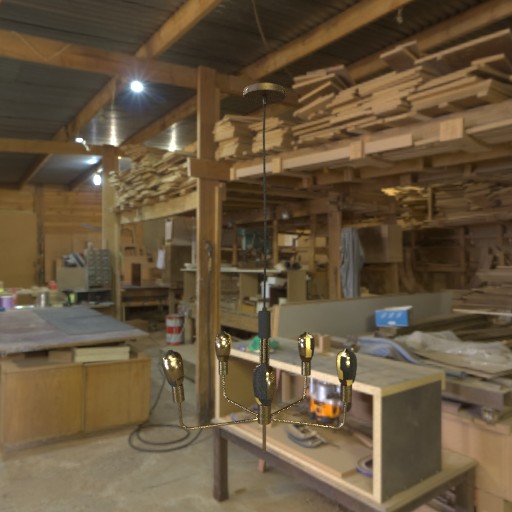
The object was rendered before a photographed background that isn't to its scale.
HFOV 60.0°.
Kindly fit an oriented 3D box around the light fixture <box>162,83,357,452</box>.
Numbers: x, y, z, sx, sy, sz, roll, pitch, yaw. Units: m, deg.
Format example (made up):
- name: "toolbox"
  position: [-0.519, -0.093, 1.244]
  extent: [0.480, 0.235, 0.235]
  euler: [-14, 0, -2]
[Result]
- name: "light fixture"
  position: [0.000, 0.000, 1.434]
  extent: [0.588, 1.059, 0.532]
  euler: [0, 0, -35]
